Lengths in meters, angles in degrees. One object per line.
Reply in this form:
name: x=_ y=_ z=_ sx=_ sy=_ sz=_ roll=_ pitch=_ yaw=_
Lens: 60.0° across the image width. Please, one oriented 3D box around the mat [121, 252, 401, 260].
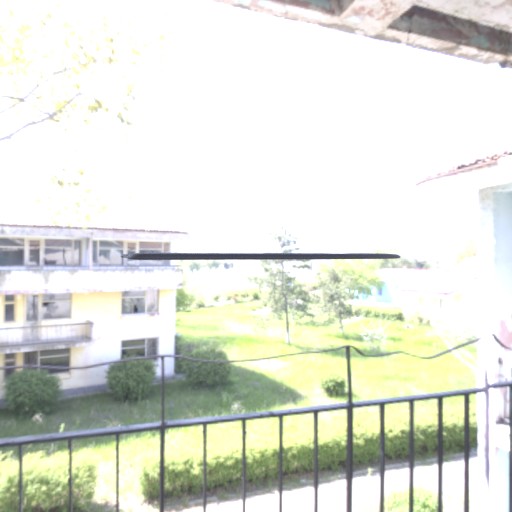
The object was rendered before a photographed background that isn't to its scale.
mat: x=0.000 y=0.000 z=1.599 sx=0.917 sy=0.016 sz=1.220 roll=0 pitch=0 yaw=-18
